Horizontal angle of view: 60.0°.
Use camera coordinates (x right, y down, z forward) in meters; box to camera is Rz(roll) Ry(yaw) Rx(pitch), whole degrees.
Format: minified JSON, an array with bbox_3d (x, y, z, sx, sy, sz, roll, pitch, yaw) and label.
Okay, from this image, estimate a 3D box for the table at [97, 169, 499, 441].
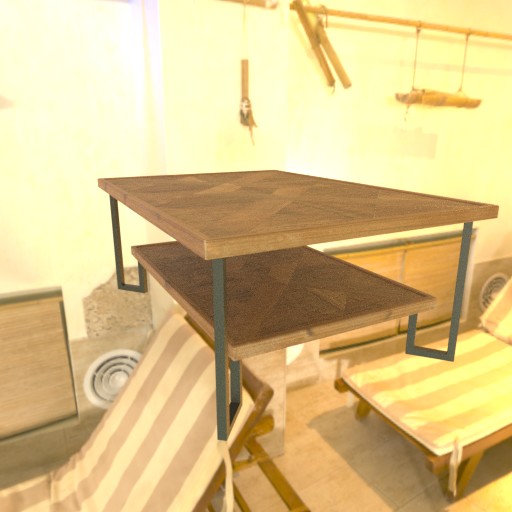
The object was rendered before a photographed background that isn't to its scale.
[{"bbox_3d":[0.000,0.000,1.626,0.877,0.492,1.238,-8,18,-27],"label":"table"}]
